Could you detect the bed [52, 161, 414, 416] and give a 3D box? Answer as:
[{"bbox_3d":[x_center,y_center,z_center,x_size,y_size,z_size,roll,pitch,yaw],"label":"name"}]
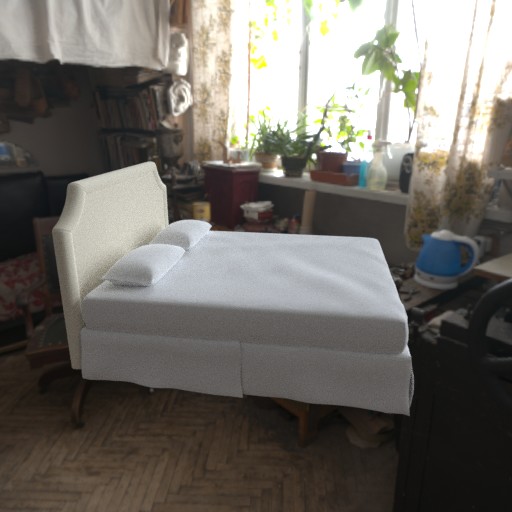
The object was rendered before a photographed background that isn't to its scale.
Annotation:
[{"bbox_3d":[0.000,0.000,4.298,2.773,1.590,2.350,3,18,9],"label":"bed"}]
